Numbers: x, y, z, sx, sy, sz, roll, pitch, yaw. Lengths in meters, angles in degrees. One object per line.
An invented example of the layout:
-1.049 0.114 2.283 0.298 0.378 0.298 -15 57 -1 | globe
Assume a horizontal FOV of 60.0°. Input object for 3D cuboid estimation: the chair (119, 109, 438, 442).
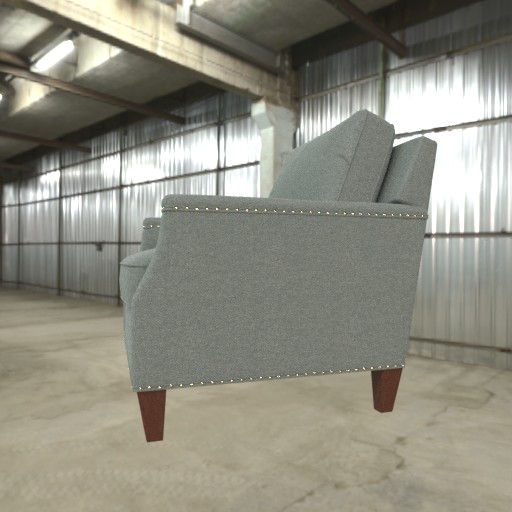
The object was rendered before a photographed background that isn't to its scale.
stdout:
0.000 0.000 1.751 1.031 1.031 0.885 0 0 -18 | chair
